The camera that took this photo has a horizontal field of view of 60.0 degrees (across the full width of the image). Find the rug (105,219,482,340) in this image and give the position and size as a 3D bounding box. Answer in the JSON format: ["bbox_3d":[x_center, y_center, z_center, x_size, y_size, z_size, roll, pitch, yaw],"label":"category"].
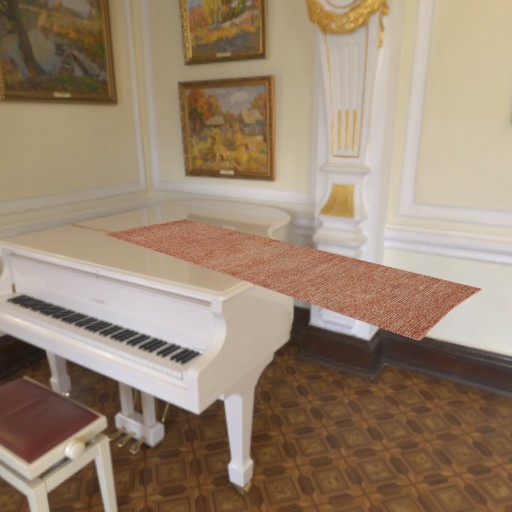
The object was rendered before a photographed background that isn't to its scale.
[{"bbox_3d":[0.000,0.000,2.654,2.353,0.013,0.718,15,23,42],"label":"rug"}]
